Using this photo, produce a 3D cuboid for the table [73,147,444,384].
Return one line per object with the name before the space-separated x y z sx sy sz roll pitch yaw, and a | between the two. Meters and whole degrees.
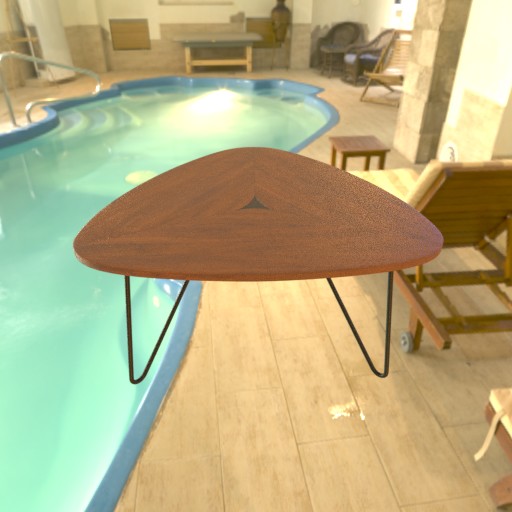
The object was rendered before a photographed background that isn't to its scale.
table | 0.000 0.000 1.325 0.833 0.413 0.821 -1 31 -2
